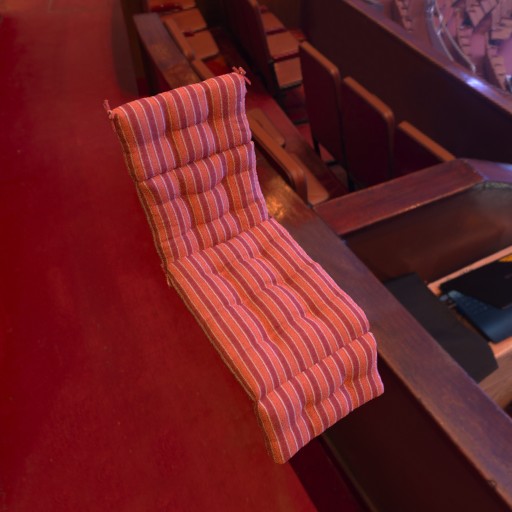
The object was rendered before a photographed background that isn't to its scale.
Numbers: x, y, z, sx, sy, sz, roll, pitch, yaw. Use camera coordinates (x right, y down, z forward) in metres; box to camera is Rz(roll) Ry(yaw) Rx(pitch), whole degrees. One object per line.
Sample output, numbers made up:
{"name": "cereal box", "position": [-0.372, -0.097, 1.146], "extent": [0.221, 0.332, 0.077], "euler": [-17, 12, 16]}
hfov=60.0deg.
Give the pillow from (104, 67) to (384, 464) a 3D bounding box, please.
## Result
{"name": "pillow", "position": [0.000, 0.000, 1.509], "extent": [0.526, 0.863, 1.016], "euler": [-26, 53, -22]}
